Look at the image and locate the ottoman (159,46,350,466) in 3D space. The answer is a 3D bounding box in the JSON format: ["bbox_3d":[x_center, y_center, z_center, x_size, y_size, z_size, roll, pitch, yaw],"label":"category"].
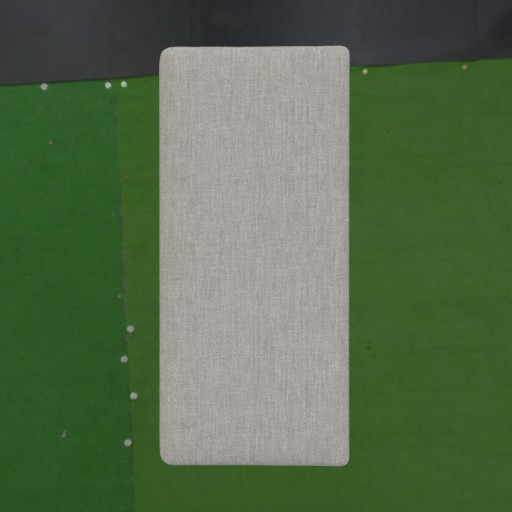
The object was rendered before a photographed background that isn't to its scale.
[{"bbox_3d":[0.000,0.000,1.116,0.419,0.432,0.902,0,90,1],"label":"ottoman"}]
